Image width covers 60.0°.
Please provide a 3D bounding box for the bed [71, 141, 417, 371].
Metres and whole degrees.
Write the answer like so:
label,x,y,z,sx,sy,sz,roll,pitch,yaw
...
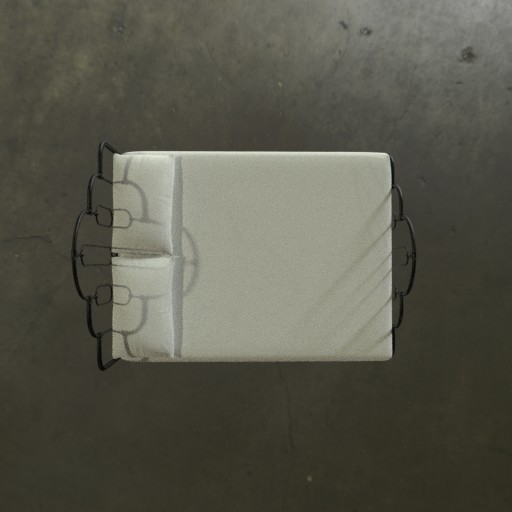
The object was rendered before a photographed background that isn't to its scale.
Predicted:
label,x,y,z,sx,sy,sz,roll,pitch,yaw
bed,0.000,0.000,3.306,2.181,1.444,1.626,0,89,-1
